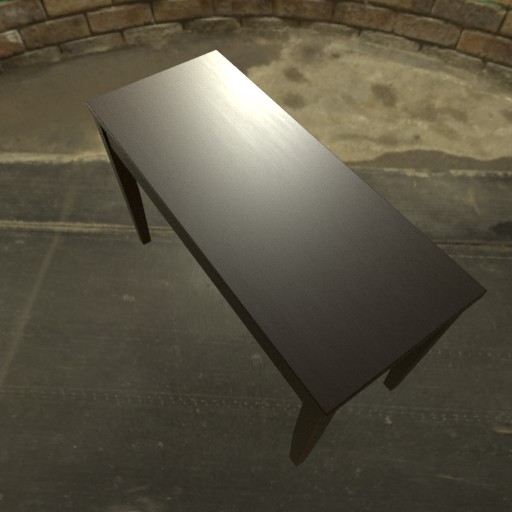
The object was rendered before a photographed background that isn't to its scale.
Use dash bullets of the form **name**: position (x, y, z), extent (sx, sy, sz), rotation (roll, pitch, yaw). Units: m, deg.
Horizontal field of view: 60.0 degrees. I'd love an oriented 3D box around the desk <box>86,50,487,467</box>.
- **desk**: position (0.000, 0.000, 1.582), extent (0.508, 0.775, 1.220), rotation (-31, 62, -18)
